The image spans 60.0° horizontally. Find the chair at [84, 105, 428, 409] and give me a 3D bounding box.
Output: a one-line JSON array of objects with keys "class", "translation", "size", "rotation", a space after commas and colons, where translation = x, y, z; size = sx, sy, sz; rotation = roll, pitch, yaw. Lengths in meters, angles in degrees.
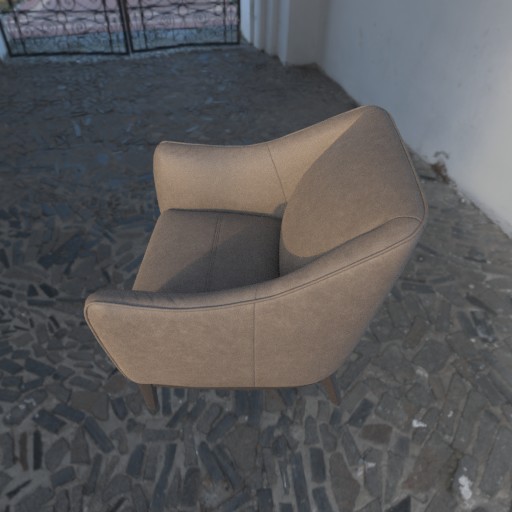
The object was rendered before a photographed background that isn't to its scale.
[{"class": "chair", "translation": [0.000, 0.000, 1.518], "size": [0.852, 0.830, 0.871], "rotation": [2, 42, 2]}]
